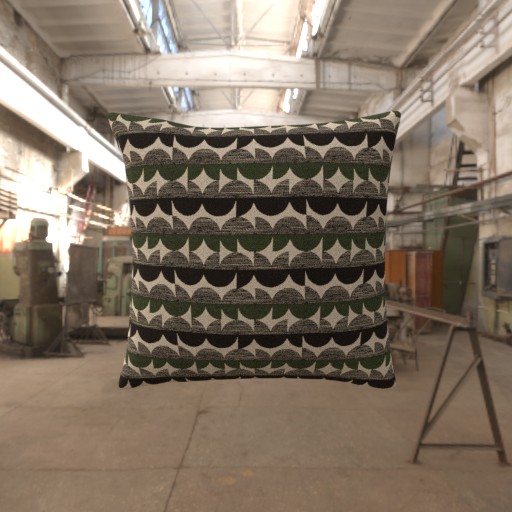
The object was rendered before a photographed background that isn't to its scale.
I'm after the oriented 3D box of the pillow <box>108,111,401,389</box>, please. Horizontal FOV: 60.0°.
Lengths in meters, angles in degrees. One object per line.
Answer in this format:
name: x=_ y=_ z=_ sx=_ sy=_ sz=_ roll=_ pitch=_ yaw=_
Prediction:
pillow: x=0.000 y=0.000 z=0.644 sx=0.419 sy=0.404 sz=0.180 roll=0 pitch=-1 yaw=1
